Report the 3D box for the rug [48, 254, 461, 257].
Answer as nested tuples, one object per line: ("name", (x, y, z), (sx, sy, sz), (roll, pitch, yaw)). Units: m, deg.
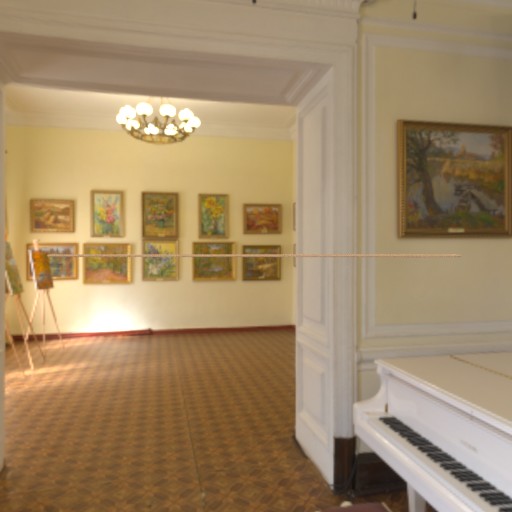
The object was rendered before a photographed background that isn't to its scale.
("rug", (0.000, 0.000, 3.887), (2.288, 0.018, 2.895), (0, 0, 1))
